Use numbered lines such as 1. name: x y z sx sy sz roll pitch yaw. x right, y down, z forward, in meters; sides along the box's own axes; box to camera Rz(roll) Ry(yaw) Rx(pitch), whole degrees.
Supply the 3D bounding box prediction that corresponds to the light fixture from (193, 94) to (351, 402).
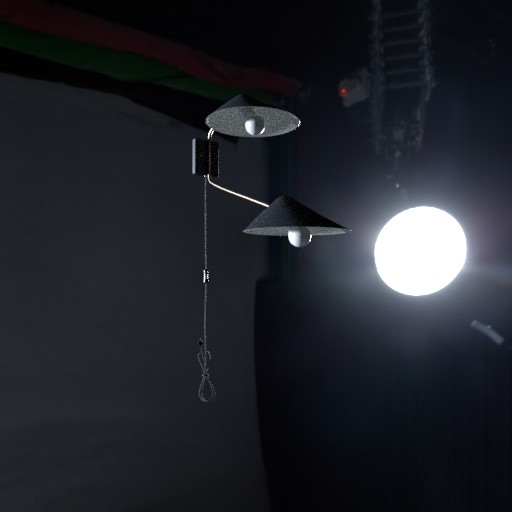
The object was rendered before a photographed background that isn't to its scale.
1. light fixture: 0.000 0.000 0.871 0.189 0.665 0.422 1 -2 -37
